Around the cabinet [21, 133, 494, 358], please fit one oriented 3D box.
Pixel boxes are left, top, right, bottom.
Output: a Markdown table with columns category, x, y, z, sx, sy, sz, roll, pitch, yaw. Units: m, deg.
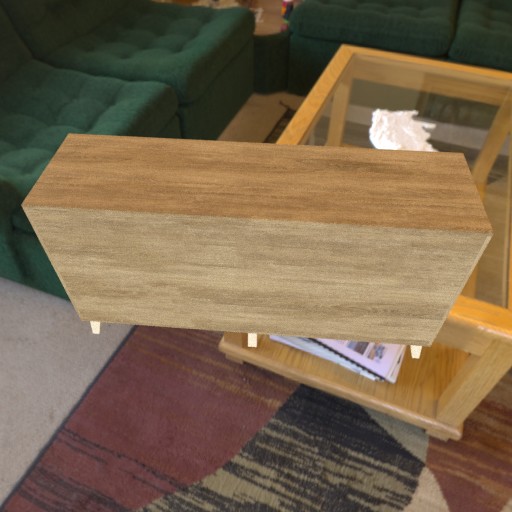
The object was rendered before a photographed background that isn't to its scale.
| category | x | y | z | sx | sy | sz | roll | pitch | yaw |
| --- | --- | --- | --- | --- | --- | --- | --- | --- | --- |
| cabinet | 0.000 | 0.000 | 1.968 | 1.600 | 0.870 | 0.450 | 4 | 48 | 3 |
